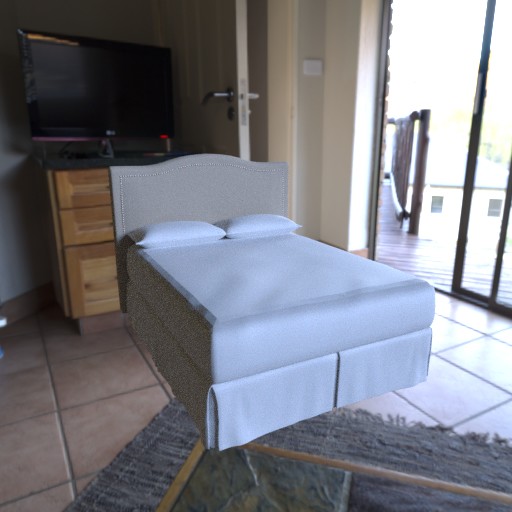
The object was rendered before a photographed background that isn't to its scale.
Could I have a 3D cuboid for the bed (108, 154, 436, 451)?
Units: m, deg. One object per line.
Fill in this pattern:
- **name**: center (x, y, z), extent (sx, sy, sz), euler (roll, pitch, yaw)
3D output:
- **bed**: center (0.000, 0.000, 3.256), extent (1.678, 1.398, 2.052), euler (-8, 17, -26)
